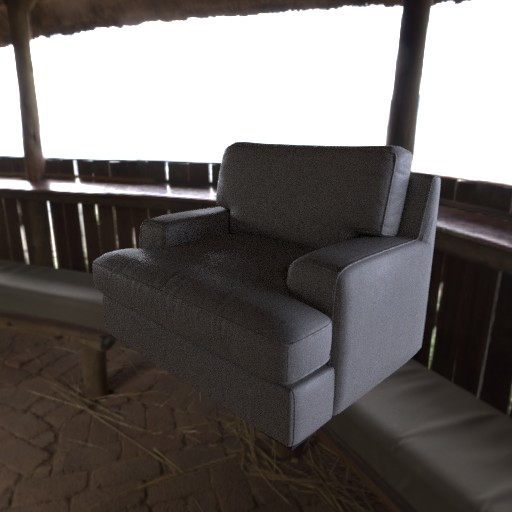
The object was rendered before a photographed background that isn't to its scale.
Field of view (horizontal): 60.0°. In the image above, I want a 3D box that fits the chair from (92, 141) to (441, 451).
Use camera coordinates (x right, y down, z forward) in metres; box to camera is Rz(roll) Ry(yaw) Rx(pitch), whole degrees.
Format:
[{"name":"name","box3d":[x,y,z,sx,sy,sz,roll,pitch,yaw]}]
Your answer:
[{"name":"chair","box3d":[0.000,0.000,2.004,1.270,0.974,1.043,15,22,42]}]
